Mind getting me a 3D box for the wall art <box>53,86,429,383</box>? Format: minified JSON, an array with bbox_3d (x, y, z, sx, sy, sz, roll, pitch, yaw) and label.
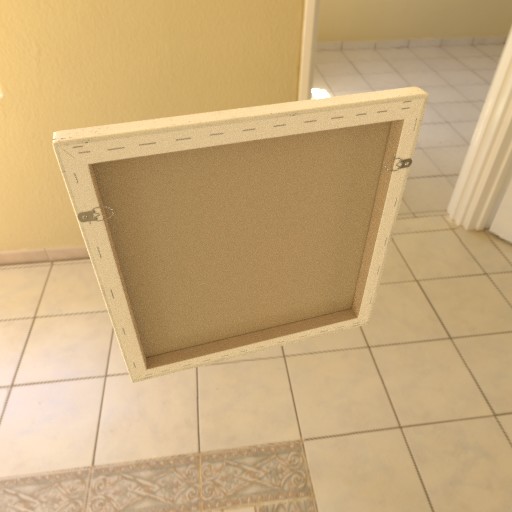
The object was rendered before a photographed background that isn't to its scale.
[{"bbox_3d":[0.000,0.000,0.902,0.610,0.611,0.040,-11,43,-12],"label":"wall art"}]
